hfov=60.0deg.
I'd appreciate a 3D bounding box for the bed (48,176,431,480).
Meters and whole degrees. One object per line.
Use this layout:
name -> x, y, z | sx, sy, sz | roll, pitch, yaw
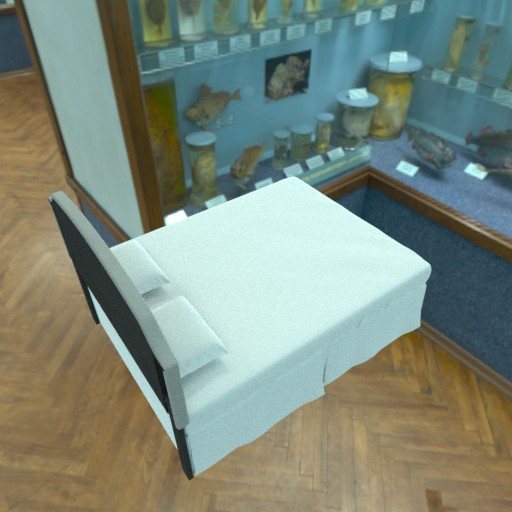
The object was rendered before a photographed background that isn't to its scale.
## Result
bed -> 0.000, 0.000, 2.932 | 1.999, 1.270, 1.558 | -25, 47, -27
